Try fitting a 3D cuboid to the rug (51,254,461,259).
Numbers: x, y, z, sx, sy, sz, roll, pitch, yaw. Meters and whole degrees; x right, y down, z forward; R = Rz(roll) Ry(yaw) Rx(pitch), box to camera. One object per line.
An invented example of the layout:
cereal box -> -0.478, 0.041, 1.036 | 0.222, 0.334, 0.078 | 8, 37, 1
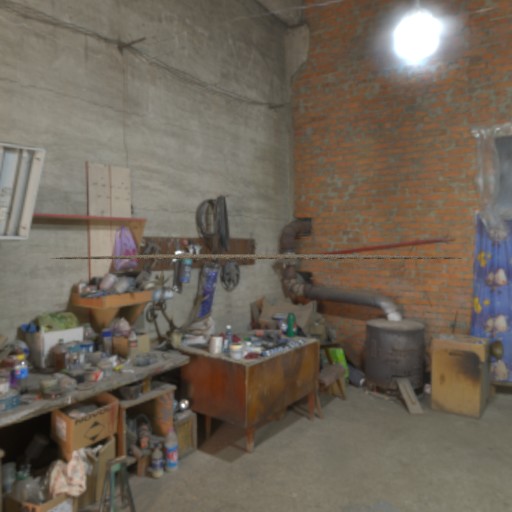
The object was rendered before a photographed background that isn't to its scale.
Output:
rug -> 0.000, 0.000, 4.135 | 2.437, 0.010, 3.056 | 0, 1, 0
